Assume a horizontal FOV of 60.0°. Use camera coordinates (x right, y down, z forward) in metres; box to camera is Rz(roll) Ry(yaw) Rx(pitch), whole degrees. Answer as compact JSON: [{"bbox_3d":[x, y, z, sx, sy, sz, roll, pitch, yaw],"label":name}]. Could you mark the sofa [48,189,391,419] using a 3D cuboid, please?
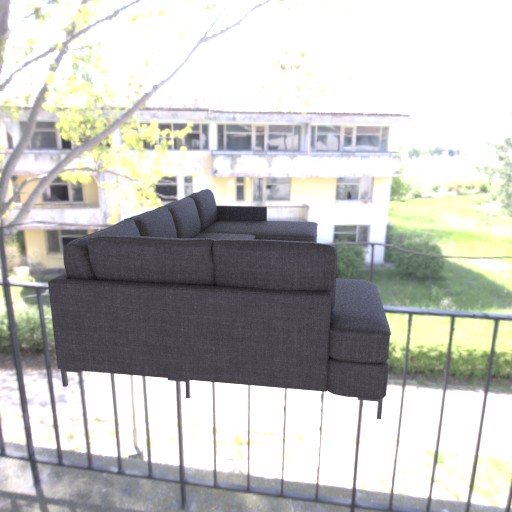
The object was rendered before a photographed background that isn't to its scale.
[{"bbox_3d":[0.000,0.000,4.198,2.048,0.999,3.423,2,15,9],"label":"sofa"}]
